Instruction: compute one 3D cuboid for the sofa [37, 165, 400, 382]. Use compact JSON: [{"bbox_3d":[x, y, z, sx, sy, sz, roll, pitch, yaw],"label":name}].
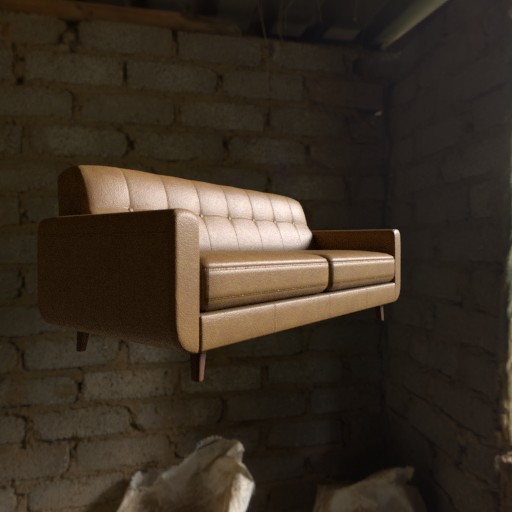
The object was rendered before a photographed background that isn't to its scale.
[{"bbox_3d":[0.000,0.000,2.590,0.980,0.892,2.137,1,1,37],"label":"sofa"}]
